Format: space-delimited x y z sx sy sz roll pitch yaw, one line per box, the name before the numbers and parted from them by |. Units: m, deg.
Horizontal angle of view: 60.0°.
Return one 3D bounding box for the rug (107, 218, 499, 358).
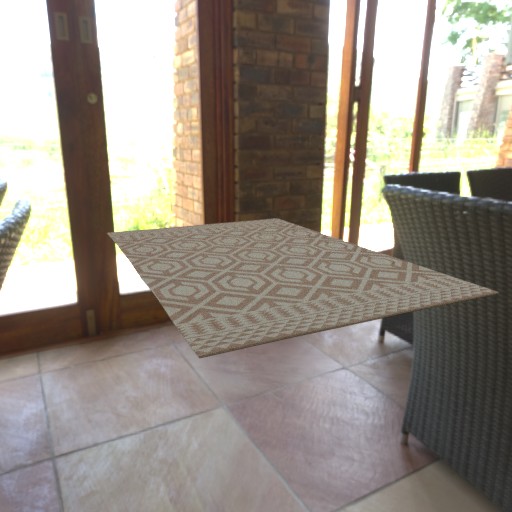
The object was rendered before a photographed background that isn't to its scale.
rug | 0.000 0.000 2.263 1.219 0.008 1.829 -7 16 -25
